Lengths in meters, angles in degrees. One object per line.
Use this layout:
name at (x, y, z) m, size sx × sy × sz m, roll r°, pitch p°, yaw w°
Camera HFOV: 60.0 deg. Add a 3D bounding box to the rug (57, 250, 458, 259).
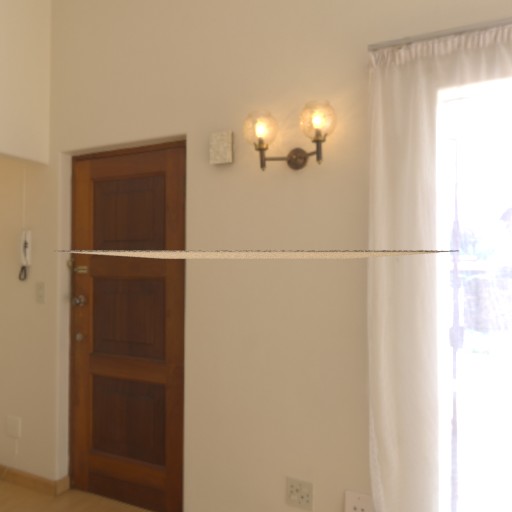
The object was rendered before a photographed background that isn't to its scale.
rug at (0.000, 0.000, 4.315) m, size 2.464 × 0.010 × 3.327 m, roll 0°, pitch -1°, yaw 0°
